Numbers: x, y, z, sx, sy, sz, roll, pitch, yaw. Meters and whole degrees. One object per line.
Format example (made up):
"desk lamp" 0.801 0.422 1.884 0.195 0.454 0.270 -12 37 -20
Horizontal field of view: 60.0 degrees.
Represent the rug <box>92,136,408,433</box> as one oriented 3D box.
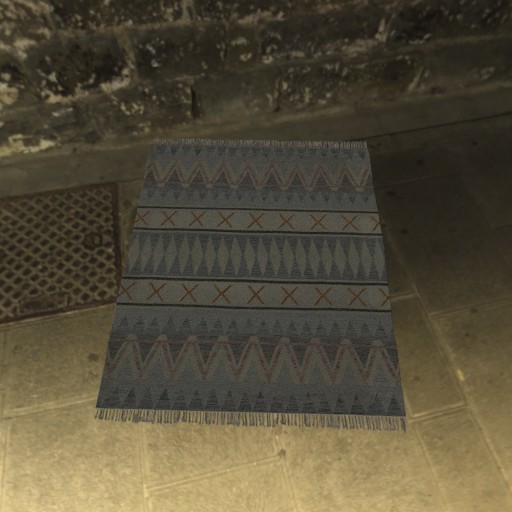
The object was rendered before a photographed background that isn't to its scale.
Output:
"rug" 0.000 0.000 4.059 2.371 0.012 3.000 1 59 1
